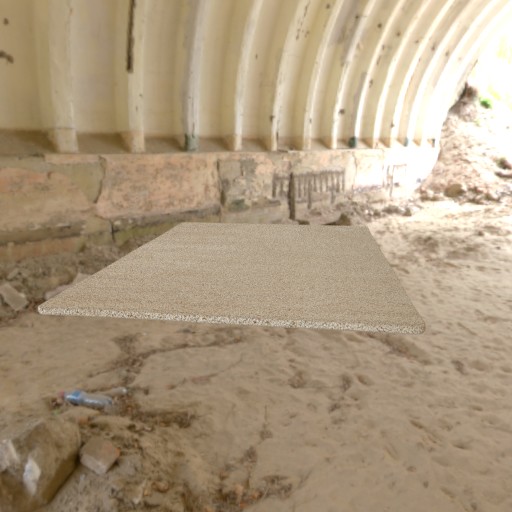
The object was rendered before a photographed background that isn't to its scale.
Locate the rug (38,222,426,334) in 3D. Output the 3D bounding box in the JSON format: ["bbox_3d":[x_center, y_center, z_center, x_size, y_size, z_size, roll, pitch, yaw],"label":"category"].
[{"bbox_3d":[0.000,0.000,2.099,1.199,0.025,1.600,2,14,7],"label":"rug"}]
